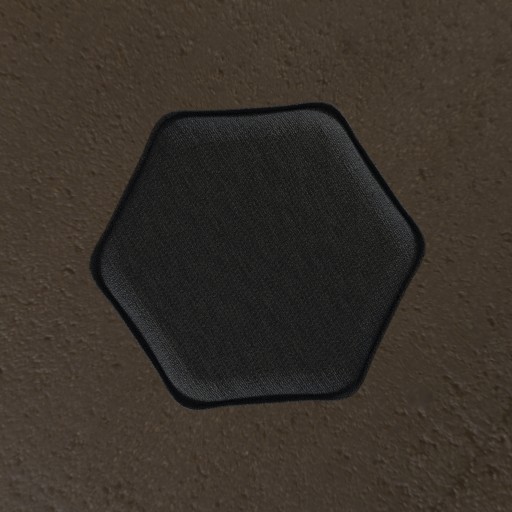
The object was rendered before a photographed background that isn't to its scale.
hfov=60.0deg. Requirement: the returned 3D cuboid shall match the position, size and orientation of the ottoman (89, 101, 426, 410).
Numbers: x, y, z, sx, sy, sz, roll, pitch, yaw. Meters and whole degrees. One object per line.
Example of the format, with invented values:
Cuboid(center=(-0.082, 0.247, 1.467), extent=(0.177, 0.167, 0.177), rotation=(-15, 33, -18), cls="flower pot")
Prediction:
Cuboid(center=(0.000, 0.000, 0.876), extent=(0.492, 0.505, 0.454), rotation=(0, 90, 0), cls="ottoman")
